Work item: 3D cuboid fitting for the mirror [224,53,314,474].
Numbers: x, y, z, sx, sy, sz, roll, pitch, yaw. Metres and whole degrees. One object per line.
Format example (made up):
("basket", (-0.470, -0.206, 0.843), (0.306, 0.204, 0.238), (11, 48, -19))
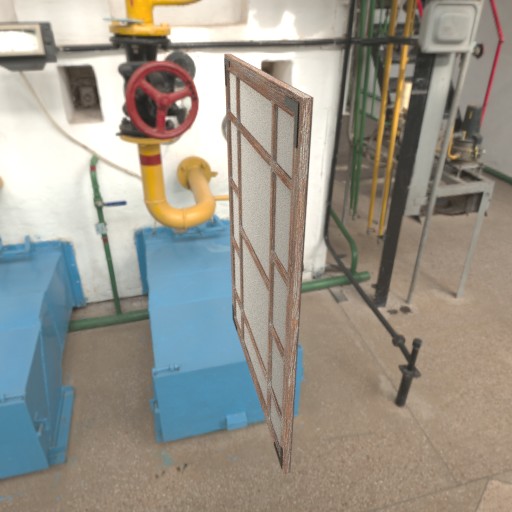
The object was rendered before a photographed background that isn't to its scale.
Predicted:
("mirror", (0.000, 0.000, 1.272), (0.025, 0.996, 0.705), (-7, 31, -12))
